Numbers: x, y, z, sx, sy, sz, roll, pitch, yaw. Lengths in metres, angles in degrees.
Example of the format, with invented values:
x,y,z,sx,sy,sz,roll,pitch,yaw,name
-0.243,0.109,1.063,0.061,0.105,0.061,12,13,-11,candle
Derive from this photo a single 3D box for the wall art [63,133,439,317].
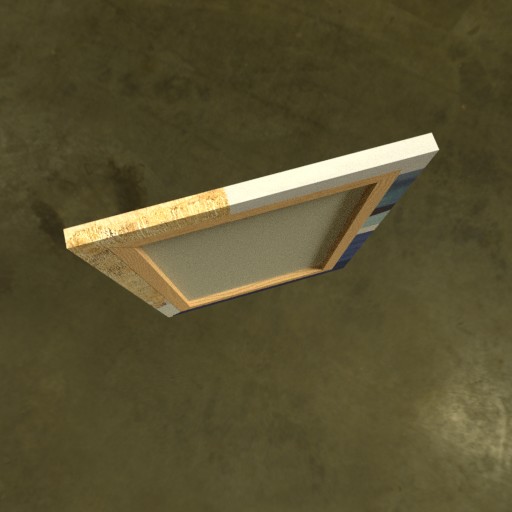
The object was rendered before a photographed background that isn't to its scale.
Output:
x,y,z,sx,sy,sz,roll,pitch,yaw,name
0.000,0.000,0.824,0.458,0.613,0.026,-16,75,-4,wall art
